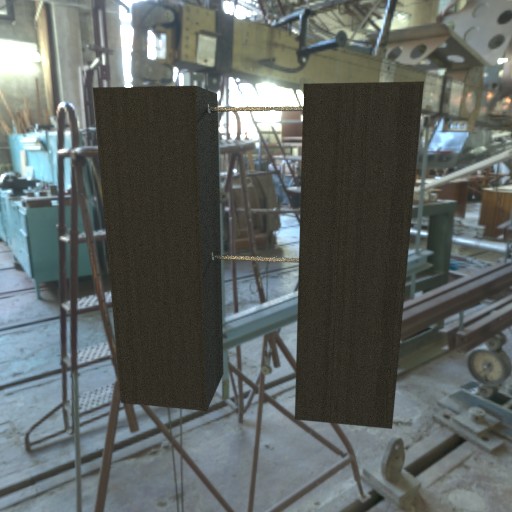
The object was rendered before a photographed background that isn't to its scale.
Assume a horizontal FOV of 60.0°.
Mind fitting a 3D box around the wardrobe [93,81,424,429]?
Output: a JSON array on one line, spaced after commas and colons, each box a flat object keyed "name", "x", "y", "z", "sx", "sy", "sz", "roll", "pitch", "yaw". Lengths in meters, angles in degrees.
[{"name": "wardrobe", "x": 0.000, "y": 0.000, "z": 2.828, "sx": 1.770, "sy": 2.000, "sz": 0.480, "roll": 2, "pitch": 15, "yaw": 9}]
